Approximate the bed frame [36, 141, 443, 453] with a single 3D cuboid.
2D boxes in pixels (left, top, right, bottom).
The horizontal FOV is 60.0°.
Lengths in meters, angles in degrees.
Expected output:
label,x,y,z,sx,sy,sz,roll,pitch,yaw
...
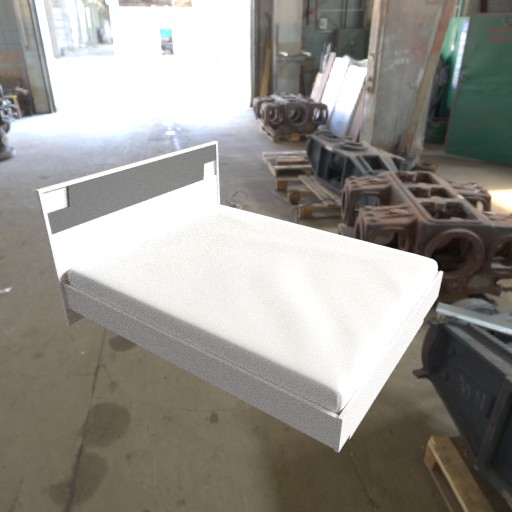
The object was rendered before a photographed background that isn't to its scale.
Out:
label,x,y,z,sx,sy,sz,roll,pitch,yaw
bed frame,0.000,0.000,3.024,2.100,1.001,1.711,17,31,31
